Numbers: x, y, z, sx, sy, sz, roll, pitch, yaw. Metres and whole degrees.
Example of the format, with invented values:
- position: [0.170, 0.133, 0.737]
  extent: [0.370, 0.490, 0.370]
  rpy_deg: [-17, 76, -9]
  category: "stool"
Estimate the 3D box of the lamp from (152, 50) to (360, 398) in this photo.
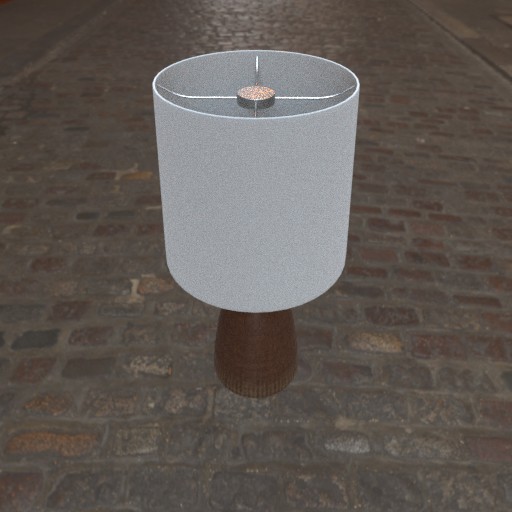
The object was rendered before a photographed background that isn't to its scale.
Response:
- position: [0.000, 0.000, 0.473]
  extent: [0.186, 0.369, 0.186]
  rpy_deg: [0, 39, 0]
  category: "lamp"
